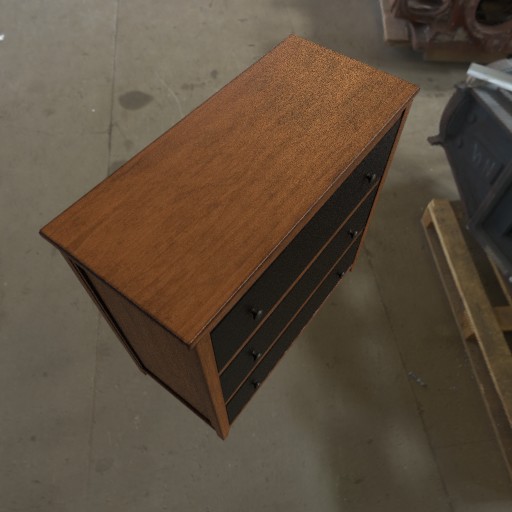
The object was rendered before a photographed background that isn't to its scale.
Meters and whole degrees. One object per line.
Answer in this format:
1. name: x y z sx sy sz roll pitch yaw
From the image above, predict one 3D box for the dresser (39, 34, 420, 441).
1. dresser: 0.000 0.000 1.928 0.591 1.224 1.250 32 62 19
